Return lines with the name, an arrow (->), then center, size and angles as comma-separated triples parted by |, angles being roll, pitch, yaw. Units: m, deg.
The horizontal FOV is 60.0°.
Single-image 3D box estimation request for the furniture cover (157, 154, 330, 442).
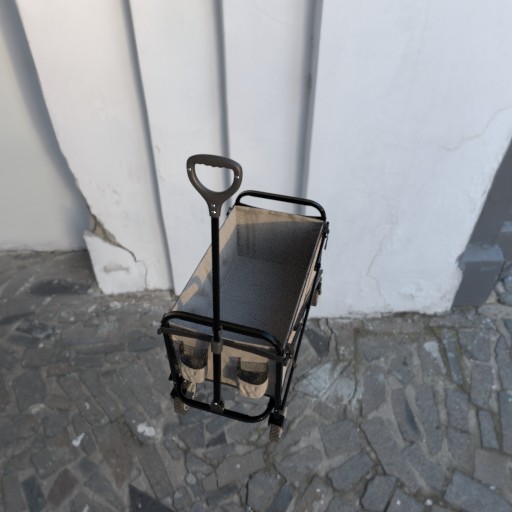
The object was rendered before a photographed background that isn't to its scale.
furniture cover -> 0.000, 0.000, 1.828 | 0.532, 1.295, 1.038 | 11, 42, 13
